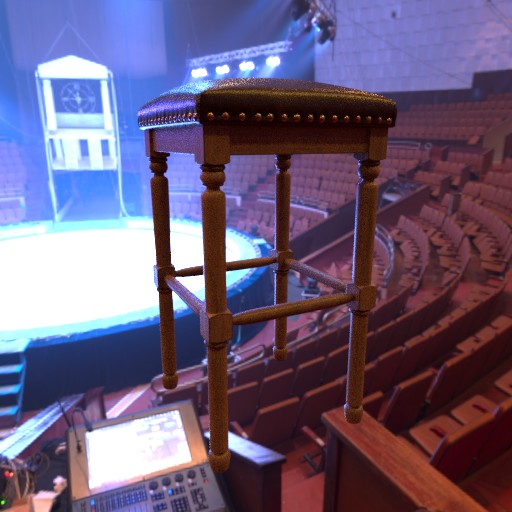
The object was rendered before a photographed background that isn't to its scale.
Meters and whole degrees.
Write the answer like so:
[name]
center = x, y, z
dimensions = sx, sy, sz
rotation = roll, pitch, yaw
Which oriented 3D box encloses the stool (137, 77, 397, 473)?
[stool]
center = 0.000, 0.000, 0.944
dimensions = 0.382, 0.702, 0.383
rotation = -7, 16, -26
